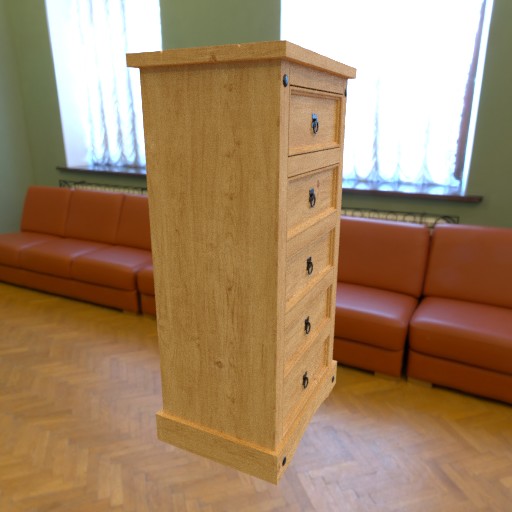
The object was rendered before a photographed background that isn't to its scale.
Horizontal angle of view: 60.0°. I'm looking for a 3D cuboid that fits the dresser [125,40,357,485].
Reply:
[{"bbox_3d":[0.000,0.000,1.289,0.390,1.041,0.531,8,19,25],"label":"dresser"}]
